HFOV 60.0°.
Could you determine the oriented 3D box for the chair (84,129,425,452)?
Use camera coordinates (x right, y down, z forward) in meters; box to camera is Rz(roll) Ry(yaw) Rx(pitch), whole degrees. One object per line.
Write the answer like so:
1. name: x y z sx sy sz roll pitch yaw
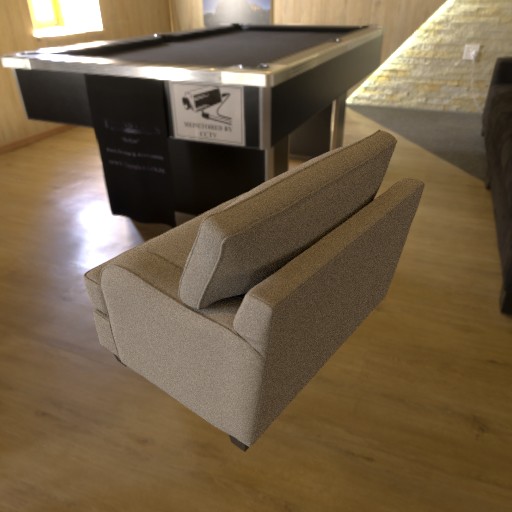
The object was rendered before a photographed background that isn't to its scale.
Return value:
1. chair: 0.000 0.000 2.047 1.040 1.016 1.220 22 38 32
